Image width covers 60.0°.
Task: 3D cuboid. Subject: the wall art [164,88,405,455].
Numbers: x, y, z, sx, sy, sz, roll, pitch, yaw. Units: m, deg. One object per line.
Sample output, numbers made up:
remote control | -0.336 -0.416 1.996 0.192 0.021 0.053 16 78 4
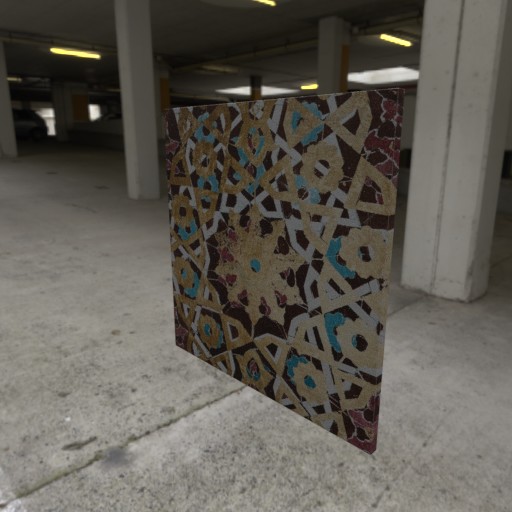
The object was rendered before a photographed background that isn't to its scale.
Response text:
wall art | 0.000 0.000 1.155 0.028 0.762 0.757 -14 20 -42
